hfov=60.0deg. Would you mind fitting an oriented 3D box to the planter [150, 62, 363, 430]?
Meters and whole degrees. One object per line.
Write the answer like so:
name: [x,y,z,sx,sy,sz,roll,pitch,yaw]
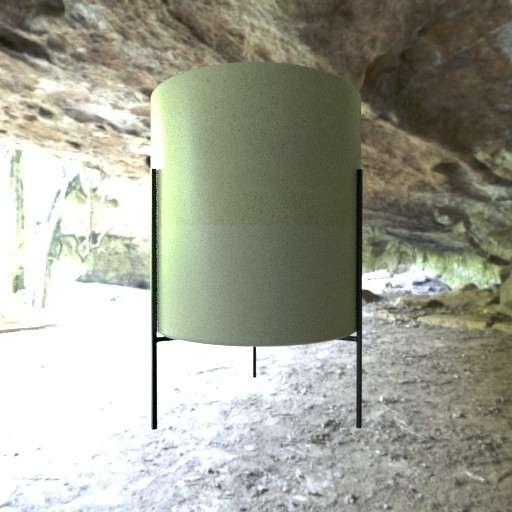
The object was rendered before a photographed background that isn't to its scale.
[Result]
planter: [0.000,0.000,0.709,0.324,0.483,0.333,0,1,-1]
